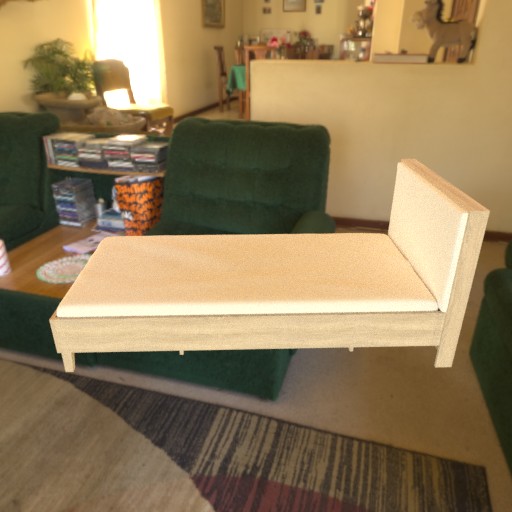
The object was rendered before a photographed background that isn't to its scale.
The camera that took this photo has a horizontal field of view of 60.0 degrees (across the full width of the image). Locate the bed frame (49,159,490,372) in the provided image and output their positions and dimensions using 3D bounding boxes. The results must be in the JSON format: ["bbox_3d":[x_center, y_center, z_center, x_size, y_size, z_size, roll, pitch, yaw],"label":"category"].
[{"bbox_3d":[0.000,0.000,2.672,2.140,0.920,0.990,-1,26,-2],"label":"bed frame"}]
